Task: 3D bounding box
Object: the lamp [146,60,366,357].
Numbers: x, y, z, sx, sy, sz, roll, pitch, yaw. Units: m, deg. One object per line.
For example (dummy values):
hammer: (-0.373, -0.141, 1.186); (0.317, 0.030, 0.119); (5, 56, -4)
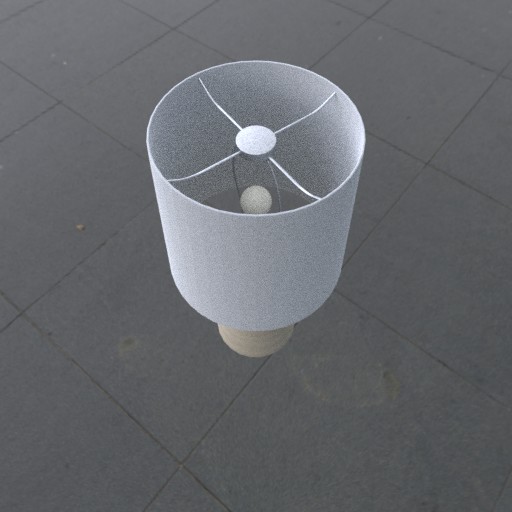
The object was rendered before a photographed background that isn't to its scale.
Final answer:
lamp: (0.000, 0.000, 0.491); (0.186, 0.369, 0.186); (0, 59, 0)
